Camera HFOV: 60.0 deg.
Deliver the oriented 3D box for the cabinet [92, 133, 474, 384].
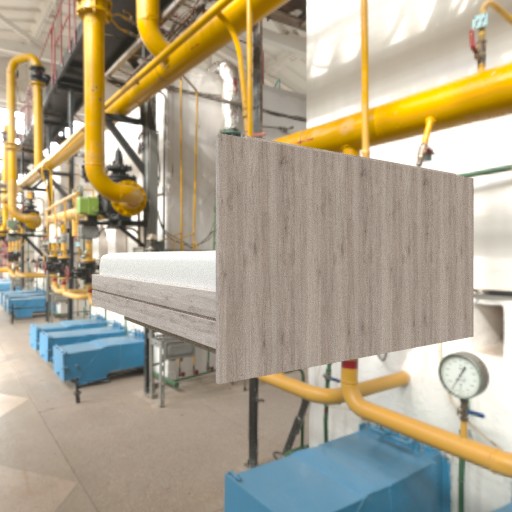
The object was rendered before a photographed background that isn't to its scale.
[{"bbox_3d":[0.000,0.000,3.033,1.750,0.970,2.080,0,0,-34],"label":"cabinet"}]
